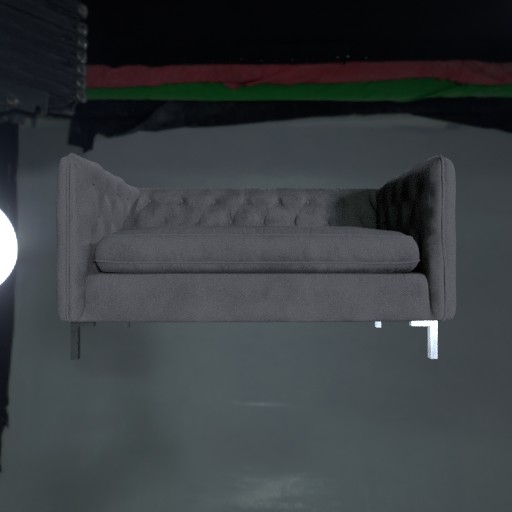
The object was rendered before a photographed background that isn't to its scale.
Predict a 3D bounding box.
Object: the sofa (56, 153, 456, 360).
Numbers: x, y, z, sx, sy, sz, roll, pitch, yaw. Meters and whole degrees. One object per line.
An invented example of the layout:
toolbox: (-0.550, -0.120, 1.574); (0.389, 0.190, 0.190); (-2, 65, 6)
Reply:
sofa: (0.000, 0.000, 2.135); (1.583, 0.810, 0.909); (0, 0, -1)
